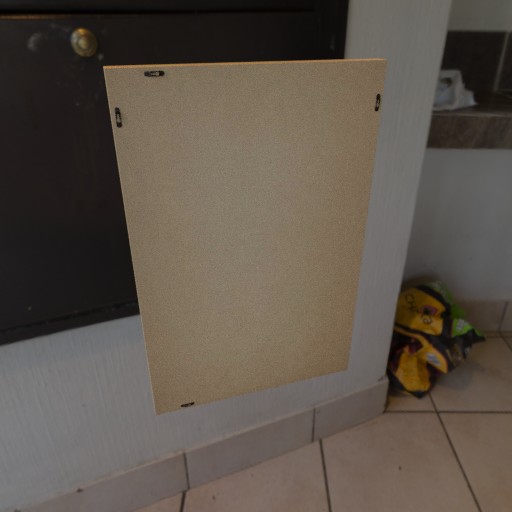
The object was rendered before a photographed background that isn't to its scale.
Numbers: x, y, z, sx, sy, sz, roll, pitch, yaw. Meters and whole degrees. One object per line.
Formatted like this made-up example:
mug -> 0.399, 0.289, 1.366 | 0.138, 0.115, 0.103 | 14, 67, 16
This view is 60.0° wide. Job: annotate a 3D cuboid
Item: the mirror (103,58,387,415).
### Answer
mirror -> 0.000, 0.000, 1.141 | 0.609, 0.915, 0.040 | -9, 29, -16
